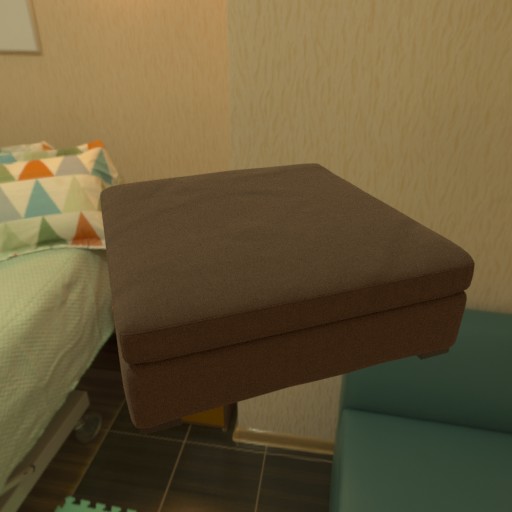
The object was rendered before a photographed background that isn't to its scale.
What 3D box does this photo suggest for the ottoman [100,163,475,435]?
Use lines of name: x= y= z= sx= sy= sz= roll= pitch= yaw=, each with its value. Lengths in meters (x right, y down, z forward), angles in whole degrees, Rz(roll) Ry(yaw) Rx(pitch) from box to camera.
ottoman: x=0.000 y=0.000 z=1.850 sx=1.181 sy=0.470 sz=1.181 roll=-9 pitch=29 yaw=-17
